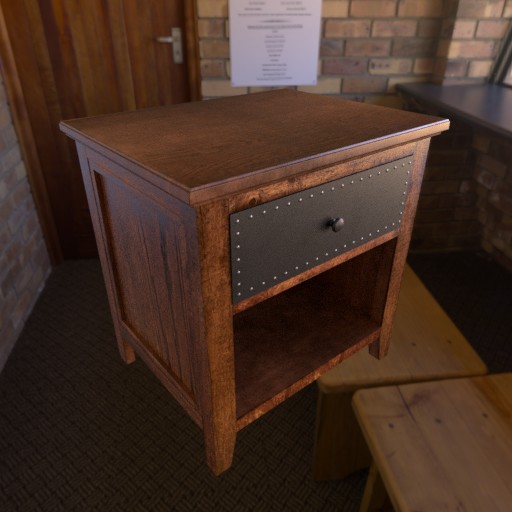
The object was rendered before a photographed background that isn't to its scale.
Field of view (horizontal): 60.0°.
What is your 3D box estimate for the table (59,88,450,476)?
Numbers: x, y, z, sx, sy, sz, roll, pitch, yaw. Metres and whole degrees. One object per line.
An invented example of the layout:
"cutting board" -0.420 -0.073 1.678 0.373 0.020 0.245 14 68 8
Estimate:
"table" 0.000 0.000 0.989 0.586 0.597 0.461 -22 37 -33
